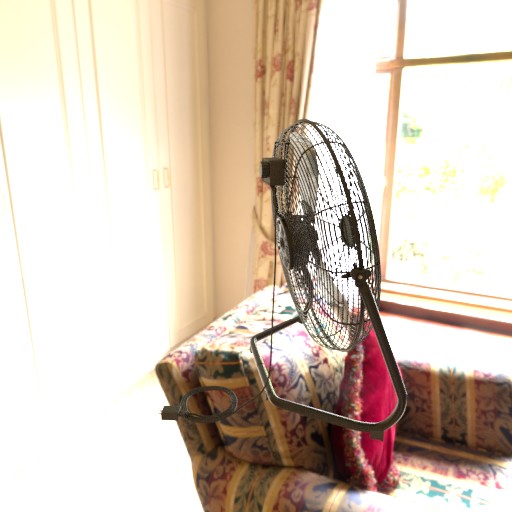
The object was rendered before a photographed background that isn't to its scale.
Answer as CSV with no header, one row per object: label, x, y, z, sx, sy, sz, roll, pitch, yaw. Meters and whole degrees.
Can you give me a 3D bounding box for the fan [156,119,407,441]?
fan,0.000,0.000,0.921,0.424,0.546,0.555,-3,16,-9
